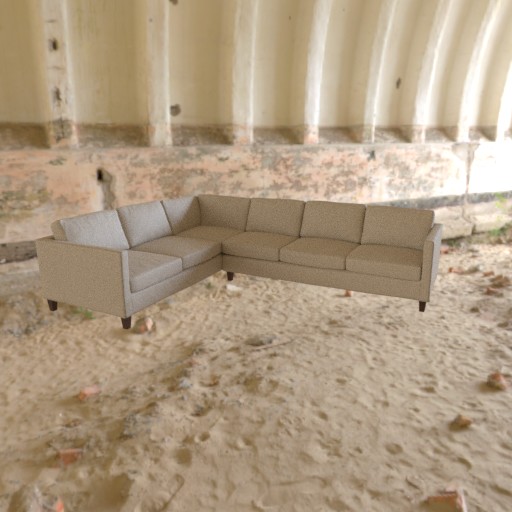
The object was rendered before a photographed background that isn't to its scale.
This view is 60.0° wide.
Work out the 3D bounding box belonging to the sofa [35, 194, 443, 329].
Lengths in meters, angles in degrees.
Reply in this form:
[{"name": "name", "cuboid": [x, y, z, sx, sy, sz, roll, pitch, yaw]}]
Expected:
[{"name": "sofa", "cuboid": [0.000, 0.000, 4.330, 3.182, 0.863, 2.432, 7, 17, 26]}]
